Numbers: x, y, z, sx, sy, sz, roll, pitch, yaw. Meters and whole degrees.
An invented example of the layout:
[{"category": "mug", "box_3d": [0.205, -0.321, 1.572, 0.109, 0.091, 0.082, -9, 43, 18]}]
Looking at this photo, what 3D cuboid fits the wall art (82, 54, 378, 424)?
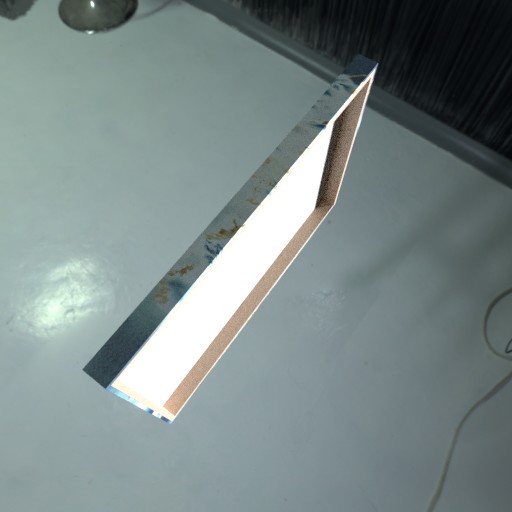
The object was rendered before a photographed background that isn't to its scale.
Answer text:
[{"category": "wall art", "box_3d": [0.000, 0.000, 0.772, 0.036, 0.405, 0.607, 33, 69, 15]}]
